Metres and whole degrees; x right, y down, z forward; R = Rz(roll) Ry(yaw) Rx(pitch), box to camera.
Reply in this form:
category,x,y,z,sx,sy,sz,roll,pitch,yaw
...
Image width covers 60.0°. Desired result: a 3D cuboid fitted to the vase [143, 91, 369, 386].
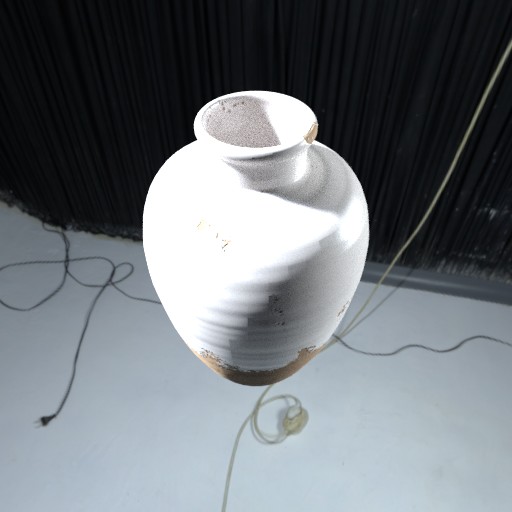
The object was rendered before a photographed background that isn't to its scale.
category,x,y,z,sx,sy,sz,roll,pitch,yaw
vase,0.000,0.000,0.336,0.158,0.228,0.158,0,46,0
